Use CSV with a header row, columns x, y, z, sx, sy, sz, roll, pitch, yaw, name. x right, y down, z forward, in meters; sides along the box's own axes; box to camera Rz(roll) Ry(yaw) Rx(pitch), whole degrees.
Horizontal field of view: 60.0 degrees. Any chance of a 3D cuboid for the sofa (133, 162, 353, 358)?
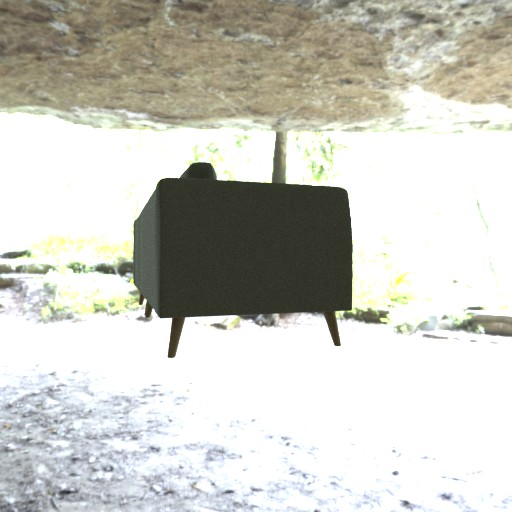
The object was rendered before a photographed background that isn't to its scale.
x,y,z,sx,sy,sz,roll,pitch,yaw,name
0.000,0.000,3.108,1.580,0.860,2.300,0,0,-18,sofa
